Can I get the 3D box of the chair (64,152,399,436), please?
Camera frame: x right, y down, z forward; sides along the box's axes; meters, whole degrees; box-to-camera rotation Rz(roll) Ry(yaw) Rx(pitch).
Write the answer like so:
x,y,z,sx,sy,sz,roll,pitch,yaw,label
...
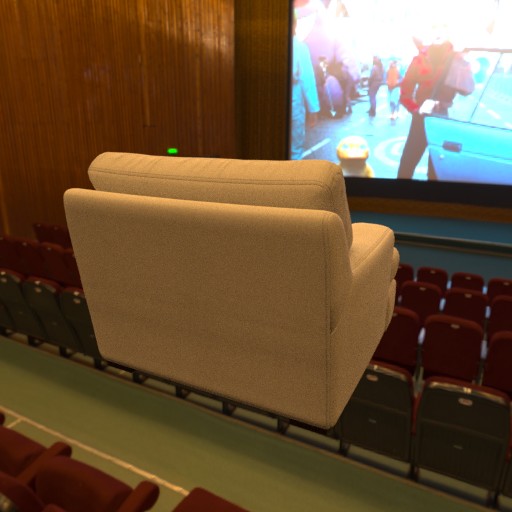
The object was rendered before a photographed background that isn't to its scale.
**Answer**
x,y,z,sx,sy,sz,roll,pitch,yaw,label
0.000,0.000,1.997,1.140,0.930,1.158,8,19,26,chair
